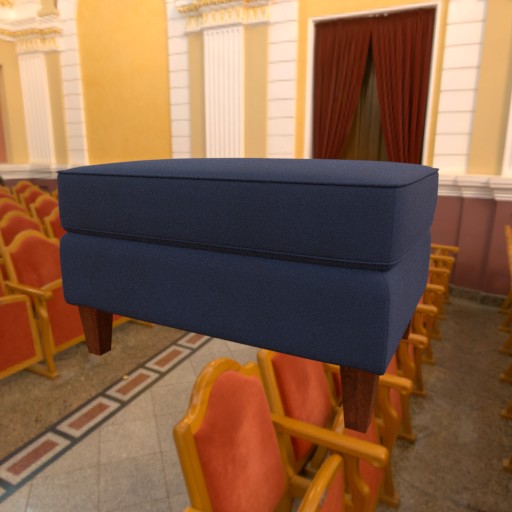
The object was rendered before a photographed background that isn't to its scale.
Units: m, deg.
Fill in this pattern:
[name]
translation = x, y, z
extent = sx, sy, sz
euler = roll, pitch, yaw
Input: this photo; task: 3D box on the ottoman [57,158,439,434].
[ottoman]
translation = 0.000, 0.000, 1.363
extent = 0.965, 0.584, 0.686
euler = 7, 16, 27
